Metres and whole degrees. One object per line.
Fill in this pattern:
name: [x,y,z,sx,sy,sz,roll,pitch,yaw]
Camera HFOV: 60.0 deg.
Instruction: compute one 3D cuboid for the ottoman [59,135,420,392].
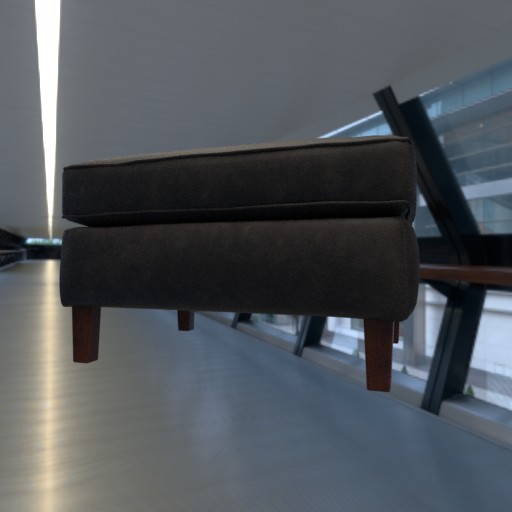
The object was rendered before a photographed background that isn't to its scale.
ottoman: [0.000,0.000,0.963,0.665,0.413,0.501,0,-1,20]
